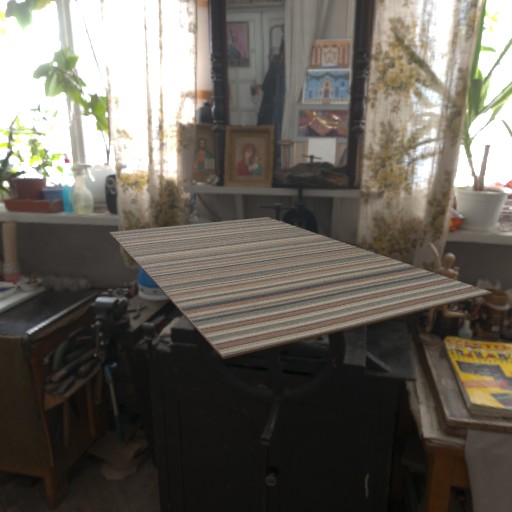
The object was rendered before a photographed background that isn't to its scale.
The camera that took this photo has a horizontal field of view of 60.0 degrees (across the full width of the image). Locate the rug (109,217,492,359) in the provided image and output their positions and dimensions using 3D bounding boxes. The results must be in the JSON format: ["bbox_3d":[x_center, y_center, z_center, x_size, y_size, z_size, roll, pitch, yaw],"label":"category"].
[{"bbox_3d":[0.000,0.000,3.021,1.523,0.014,2.438,-8,17,-26],"label":"rug"}]
